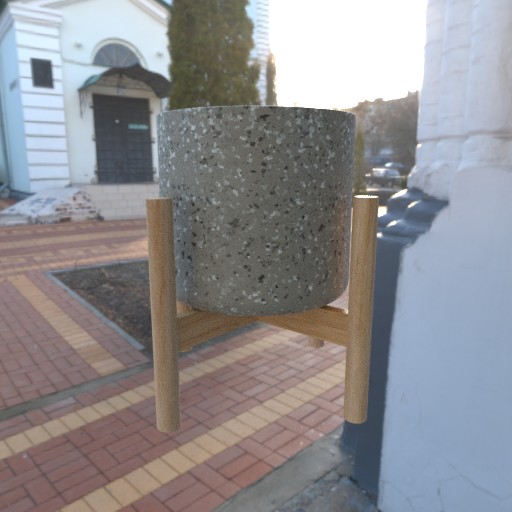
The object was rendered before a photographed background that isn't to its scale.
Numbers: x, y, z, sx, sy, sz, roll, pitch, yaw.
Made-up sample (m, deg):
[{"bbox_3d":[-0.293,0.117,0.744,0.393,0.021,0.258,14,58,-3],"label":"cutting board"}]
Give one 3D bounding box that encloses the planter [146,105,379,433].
[{"bbox_3d":[0.000,0.000,0.537,0.284,0.320,0.284,-6,13,-26],"label":"planter"}]
